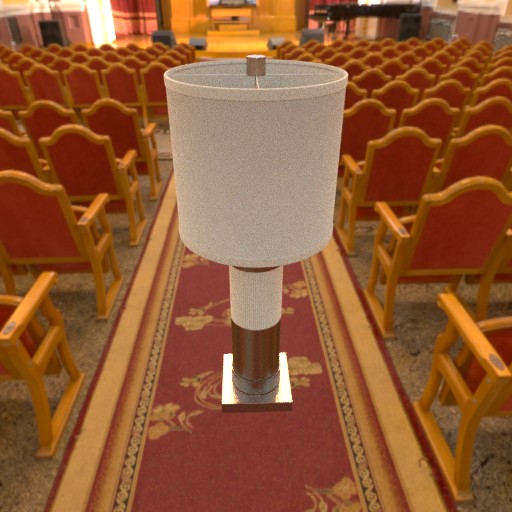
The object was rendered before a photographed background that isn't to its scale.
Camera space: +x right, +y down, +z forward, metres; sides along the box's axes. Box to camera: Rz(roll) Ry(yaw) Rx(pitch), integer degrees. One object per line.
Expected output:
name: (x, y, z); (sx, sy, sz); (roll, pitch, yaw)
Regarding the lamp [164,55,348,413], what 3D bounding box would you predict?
lamp: (0.000, 0.000, 0.616); (0.202, 0.509, 0.202); (-1, 31, -2)
